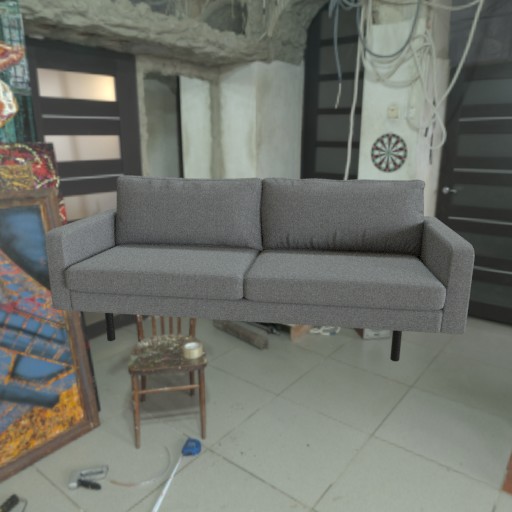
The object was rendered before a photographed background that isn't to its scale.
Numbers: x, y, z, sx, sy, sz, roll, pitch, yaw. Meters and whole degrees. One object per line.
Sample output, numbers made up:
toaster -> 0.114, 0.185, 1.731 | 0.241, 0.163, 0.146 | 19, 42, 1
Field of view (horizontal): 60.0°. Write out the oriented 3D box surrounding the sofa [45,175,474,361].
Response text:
sofa -> 0.000, 0.000, 2.649 | 2.200, 0.880, 0.880 | 2, 15, 8
